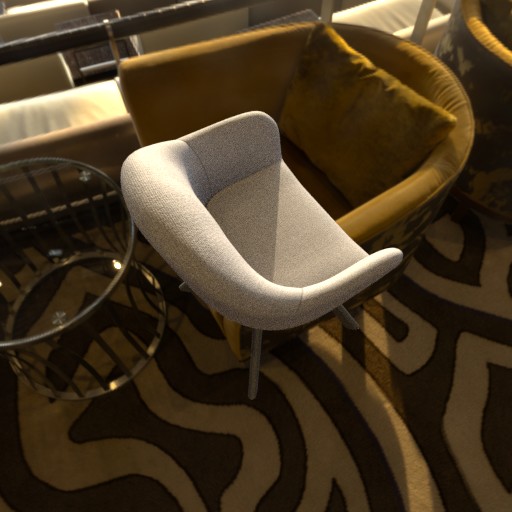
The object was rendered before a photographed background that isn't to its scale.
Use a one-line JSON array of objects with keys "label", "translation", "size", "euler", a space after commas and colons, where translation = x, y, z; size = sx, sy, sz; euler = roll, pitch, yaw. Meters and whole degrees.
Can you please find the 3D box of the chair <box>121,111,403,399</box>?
[{"label": "chair", "translation": [0.000, 0.000, 1.242], "size": [0.550, 0.795, 0.590], "euler": [-29, 63, -16]}]
